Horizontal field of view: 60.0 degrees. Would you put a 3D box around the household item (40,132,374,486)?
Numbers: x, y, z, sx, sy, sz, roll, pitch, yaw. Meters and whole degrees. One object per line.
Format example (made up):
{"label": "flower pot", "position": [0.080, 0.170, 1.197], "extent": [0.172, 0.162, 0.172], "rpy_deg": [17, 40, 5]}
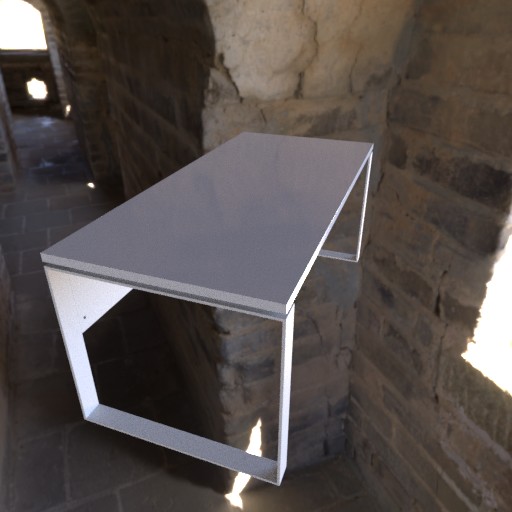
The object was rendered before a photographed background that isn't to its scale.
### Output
{"label": "household item", "position": [0.000, 0.000, 2.133], "extent": [0.800, 0.745, 1.700], "rpy_deg": [10, 30, 18]}
